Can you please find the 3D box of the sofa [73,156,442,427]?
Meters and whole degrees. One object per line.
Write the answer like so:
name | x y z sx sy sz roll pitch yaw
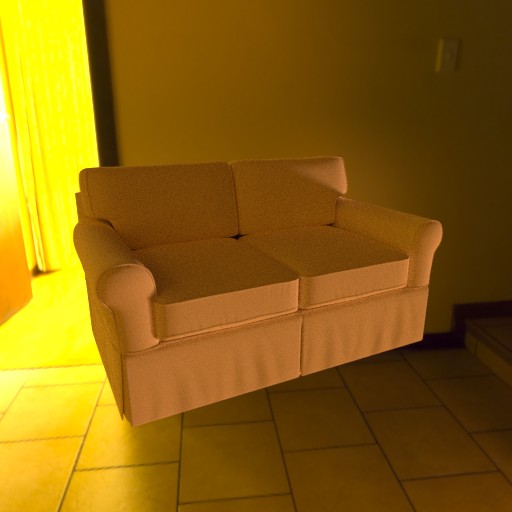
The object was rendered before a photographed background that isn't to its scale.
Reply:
sofa | 0.000 0.000 2.352 1.727 0.940 0.991 -9 20 -26
